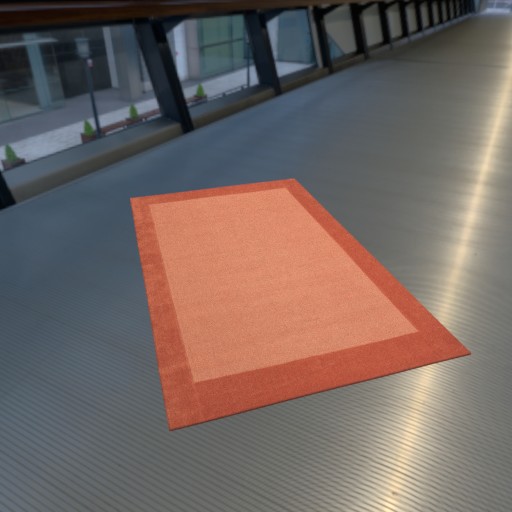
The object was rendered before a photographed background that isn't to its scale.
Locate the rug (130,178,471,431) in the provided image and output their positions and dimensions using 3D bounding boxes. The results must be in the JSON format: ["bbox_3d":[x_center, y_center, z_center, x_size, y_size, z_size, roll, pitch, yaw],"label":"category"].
[{"bbox_3d":[0.000,0.000,3.036,1.524,0.014,2.438,-9,33,-15],"label":"rug"}]
